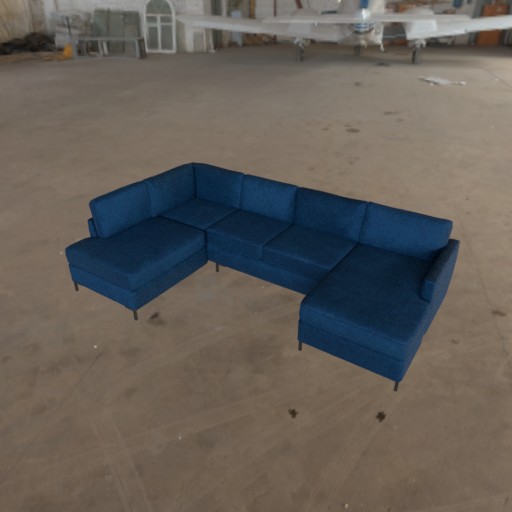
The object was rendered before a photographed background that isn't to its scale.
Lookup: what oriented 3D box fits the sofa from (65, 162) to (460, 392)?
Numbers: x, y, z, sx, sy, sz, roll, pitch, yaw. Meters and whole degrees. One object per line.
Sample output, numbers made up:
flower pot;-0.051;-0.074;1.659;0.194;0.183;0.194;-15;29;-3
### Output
sofa;0.000;0.000;4.478;3.434;0.992;2.055;18;34;29
